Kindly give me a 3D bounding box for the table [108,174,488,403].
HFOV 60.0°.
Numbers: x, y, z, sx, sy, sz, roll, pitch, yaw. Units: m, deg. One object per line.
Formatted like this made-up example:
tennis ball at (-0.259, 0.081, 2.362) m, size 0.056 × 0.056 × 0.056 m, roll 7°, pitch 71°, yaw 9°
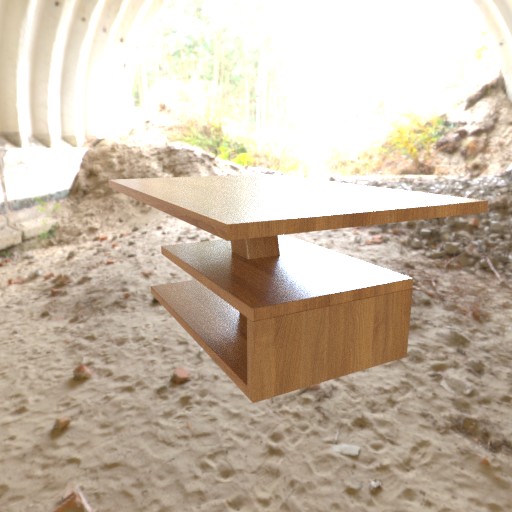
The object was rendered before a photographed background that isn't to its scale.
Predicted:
table at (0.000, 0.000, 1.446) m, size 0.700 × 0.442 × 1.100 m, roll -7°, pitch 16°, yaw -27°
